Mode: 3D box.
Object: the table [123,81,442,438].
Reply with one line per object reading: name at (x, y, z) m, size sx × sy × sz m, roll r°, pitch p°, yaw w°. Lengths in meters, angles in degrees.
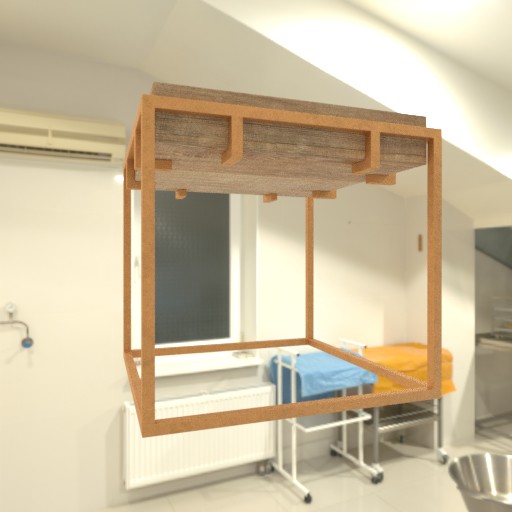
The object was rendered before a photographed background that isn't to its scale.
table at (0.000, 0.000, 1.094) m, size 0.599 × 0.584 × 0.599 m, roll 0°, pitch 0°, yaw -19°
